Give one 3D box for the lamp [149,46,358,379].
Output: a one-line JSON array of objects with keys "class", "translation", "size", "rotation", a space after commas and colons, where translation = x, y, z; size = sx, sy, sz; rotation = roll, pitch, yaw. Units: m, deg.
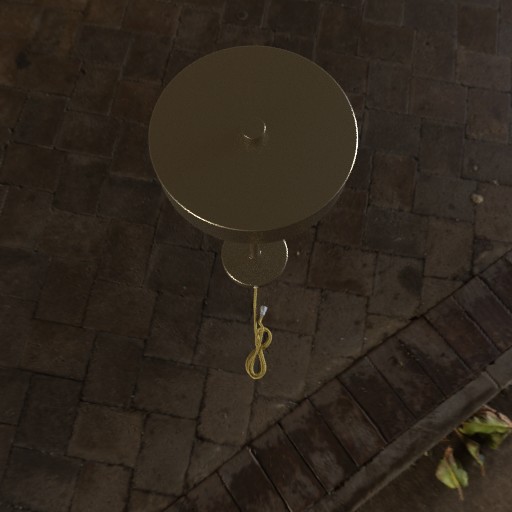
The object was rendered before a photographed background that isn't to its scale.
[{"class": "lamp", "translation": [0.000, 0.000, 0.700], "size": [0.229, 0.508, 0.369], "rotation": [-2, 74, -1]}]
